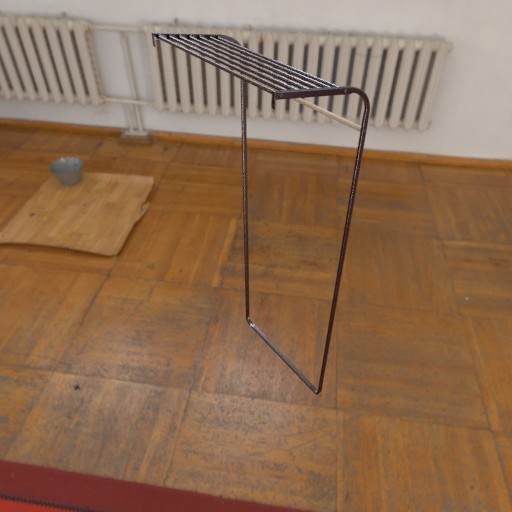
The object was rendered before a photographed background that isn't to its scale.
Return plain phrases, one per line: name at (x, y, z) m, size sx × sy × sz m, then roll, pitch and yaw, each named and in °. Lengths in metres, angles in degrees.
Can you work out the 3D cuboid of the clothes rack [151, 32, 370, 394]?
clothes rack at (0.000, 0.000, 1.770) m, size 0.349 × 1.574 × 0.609 m, roll -26°, pitch 47°, yaw -27°
